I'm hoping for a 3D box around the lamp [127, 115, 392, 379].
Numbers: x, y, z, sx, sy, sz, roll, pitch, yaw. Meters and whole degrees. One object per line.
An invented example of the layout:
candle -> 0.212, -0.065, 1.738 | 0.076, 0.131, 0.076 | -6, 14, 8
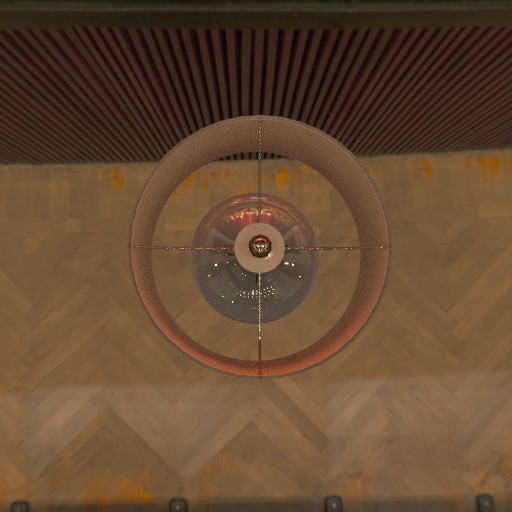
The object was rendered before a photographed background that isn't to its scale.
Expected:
lamp -> 0.000, 0.000, 0.536 | 0.247, 0.387, 0.247 | 0, 88, -1
